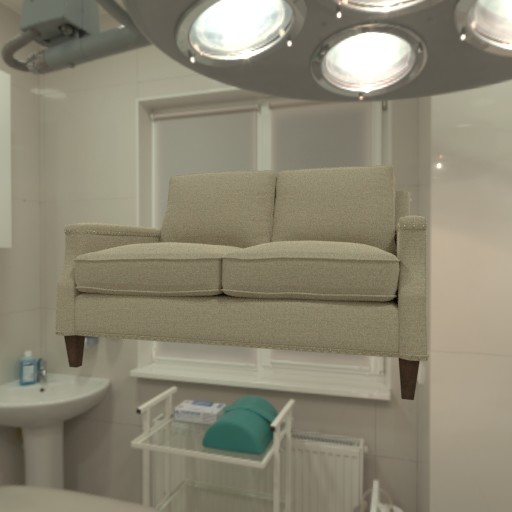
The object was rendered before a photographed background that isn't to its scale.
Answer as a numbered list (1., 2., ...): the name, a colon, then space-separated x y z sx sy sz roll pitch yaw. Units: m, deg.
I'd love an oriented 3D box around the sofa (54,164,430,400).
1. sofa: 0.000 0.000 2.258 1.597 1.003 1.084 0 1 18
